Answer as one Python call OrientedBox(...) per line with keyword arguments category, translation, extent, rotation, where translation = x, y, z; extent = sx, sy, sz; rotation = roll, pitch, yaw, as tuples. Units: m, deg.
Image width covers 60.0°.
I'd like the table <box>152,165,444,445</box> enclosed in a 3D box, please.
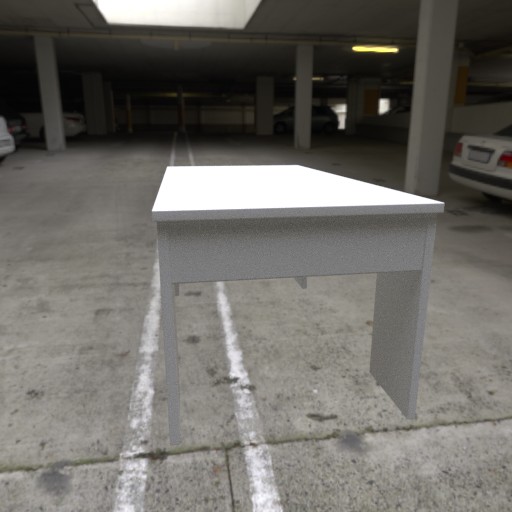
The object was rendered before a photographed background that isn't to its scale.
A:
OrientedBox(category="table", translation=(0.000, 0.000, 1.266), extent=(0.500, 0.440, 1.000), rotation=(-3, 16, -9))
